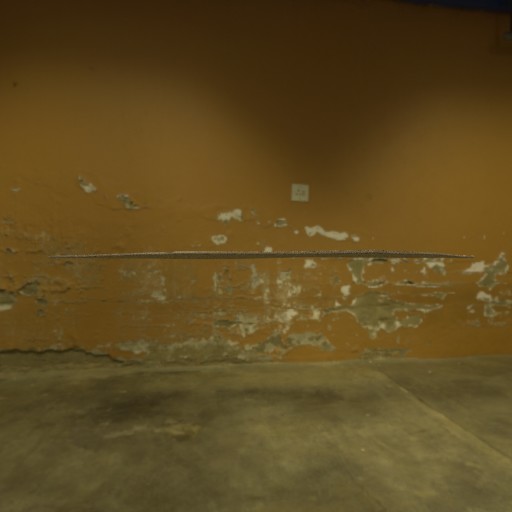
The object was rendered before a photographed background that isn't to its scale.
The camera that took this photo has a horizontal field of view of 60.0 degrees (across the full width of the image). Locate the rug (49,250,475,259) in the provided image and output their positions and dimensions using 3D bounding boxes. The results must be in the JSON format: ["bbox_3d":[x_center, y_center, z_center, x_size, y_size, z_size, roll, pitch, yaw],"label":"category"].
[{"bbox_3d":[0.000,0.000,2.930,2.342,0.030,1.609,-1,-1,38],"label":"rug"}]
